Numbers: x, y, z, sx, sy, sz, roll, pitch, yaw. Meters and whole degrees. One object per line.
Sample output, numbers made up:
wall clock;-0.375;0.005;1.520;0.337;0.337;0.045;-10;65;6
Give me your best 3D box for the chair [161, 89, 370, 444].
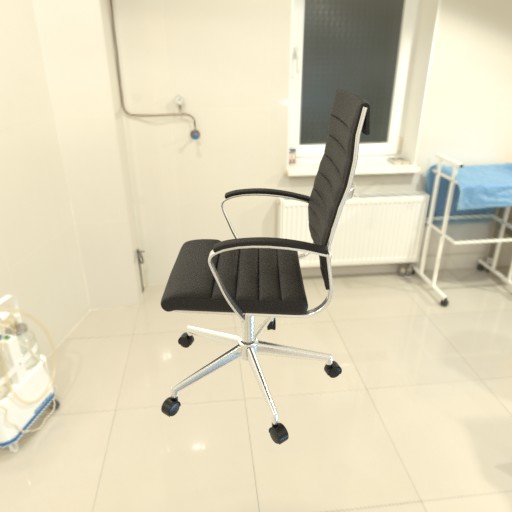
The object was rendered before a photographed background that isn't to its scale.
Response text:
chair;0.000;0.000;1.677;0.739;1.149;0.766;0;25;0
